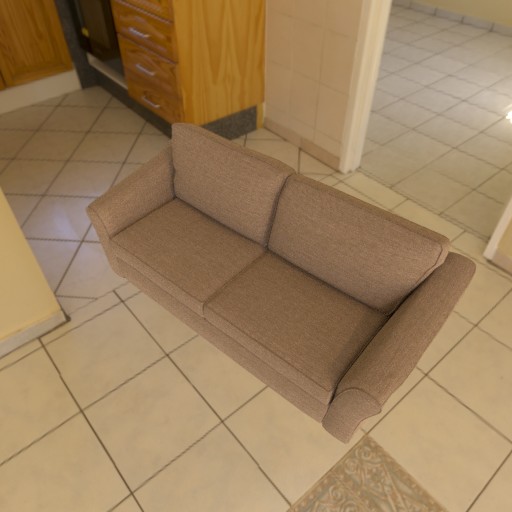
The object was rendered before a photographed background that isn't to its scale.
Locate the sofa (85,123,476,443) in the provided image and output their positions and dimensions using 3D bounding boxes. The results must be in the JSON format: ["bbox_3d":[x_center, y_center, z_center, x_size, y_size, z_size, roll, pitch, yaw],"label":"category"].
[{"bbox_3d":[0.000,0.000,2.774,2.270,0.965,0.980,30,52,27],"label":"sofa"}]
